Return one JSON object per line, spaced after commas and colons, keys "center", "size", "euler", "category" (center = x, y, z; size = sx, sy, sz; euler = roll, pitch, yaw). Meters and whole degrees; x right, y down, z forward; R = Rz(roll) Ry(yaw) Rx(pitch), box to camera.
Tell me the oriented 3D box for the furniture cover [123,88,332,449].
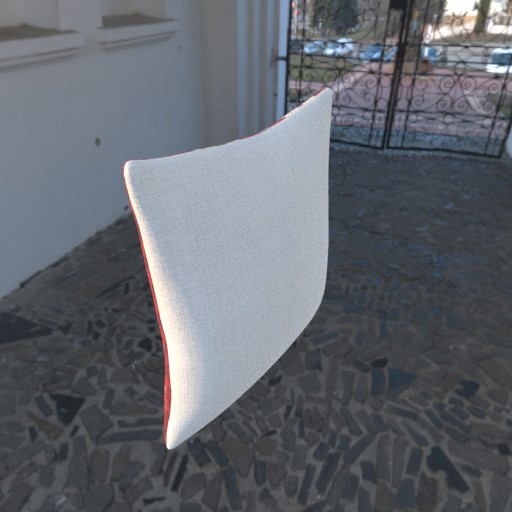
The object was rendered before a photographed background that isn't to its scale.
{"center": [0.000, 0.000, 0.665], "size": [0.145, 0.420, 0.435], "euler": [19, 36, 29], "category": "furniture cover"}
